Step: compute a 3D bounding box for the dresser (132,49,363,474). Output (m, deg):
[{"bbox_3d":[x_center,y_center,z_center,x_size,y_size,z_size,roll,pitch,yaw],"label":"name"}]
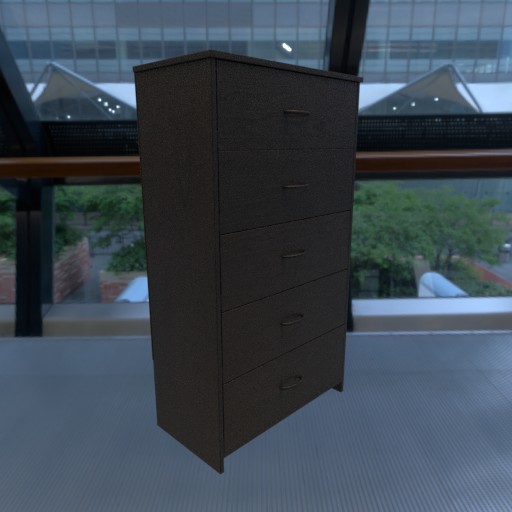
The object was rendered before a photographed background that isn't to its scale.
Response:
[{"bbox_3d":[0.000,0.000,1.623,0.418,1.254,0.704,14,20,43],"label":"dresser"}]
